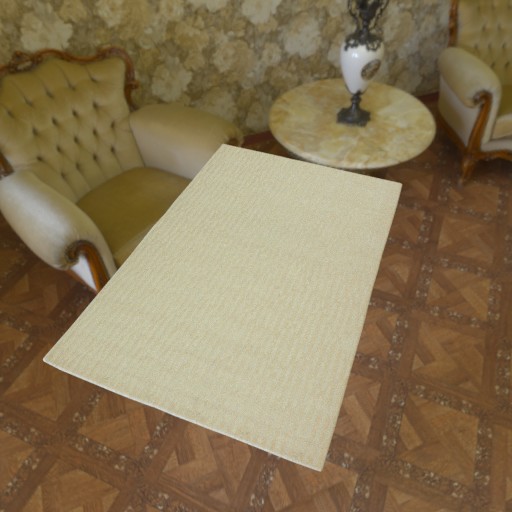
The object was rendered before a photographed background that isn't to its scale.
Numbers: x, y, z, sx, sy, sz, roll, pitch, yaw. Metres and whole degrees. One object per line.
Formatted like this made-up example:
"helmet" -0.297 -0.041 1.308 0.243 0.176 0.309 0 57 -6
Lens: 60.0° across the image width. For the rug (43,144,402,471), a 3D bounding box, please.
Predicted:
"rug" 0.000 0.000 2.324 1.238 0.014 1.848 16 48 15
